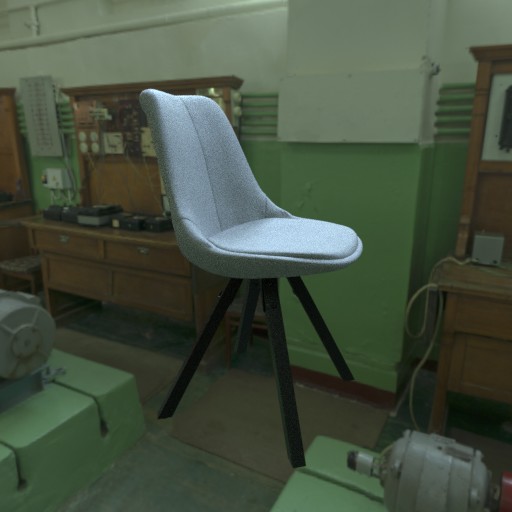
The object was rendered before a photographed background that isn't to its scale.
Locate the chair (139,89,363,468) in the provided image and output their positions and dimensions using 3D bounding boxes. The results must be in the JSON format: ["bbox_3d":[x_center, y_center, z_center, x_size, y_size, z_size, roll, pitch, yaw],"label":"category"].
[{"bbox_3d":[0.000,0.000,1.198,0.550,0.850,0.485,8,17,26],"label":"chair"}]
